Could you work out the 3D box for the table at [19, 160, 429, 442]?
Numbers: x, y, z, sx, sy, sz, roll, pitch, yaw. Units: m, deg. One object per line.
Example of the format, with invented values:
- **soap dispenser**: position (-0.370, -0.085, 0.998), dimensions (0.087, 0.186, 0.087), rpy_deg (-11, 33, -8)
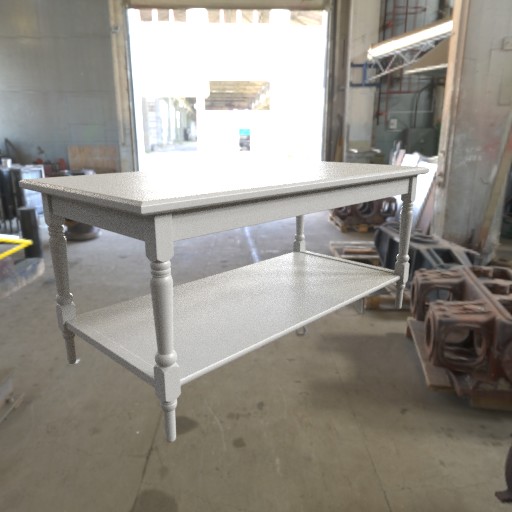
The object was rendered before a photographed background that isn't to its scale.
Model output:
- **table**: position (0.000, 0.000, 1.355), dimensions (0.551, 0.506, 1.109), rpy_deg (14, 21, 42)
